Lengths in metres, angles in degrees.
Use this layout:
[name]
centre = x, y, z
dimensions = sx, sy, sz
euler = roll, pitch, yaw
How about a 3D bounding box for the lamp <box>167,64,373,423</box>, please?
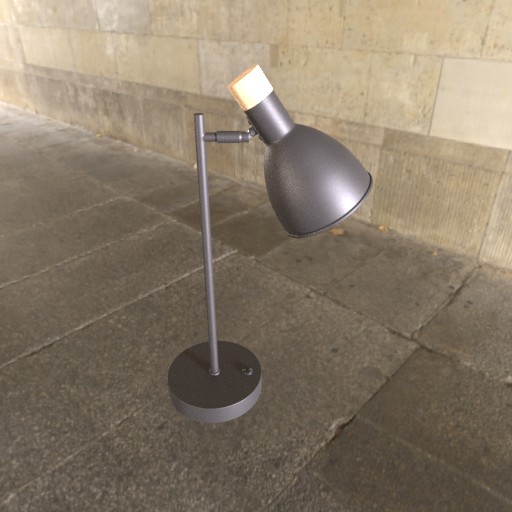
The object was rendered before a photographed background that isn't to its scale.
[lamp]
centre = 0.000, 0.000, 0.605
dimensions = 0.287, 0.483, 0.152
euler = -1, 30, -1
